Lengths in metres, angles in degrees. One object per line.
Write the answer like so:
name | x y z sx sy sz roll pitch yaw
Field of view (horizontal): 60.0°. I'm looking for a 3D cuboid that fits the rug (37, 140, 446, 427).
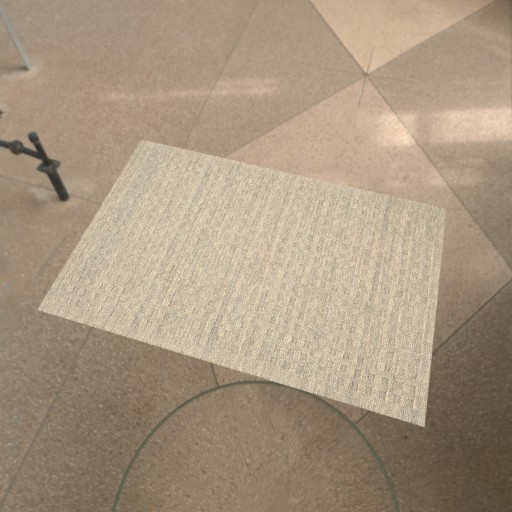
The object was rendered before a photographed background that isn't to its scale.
rug | 0.000 0.000 2.189 1.752 0.006 1.142 15 60 9
